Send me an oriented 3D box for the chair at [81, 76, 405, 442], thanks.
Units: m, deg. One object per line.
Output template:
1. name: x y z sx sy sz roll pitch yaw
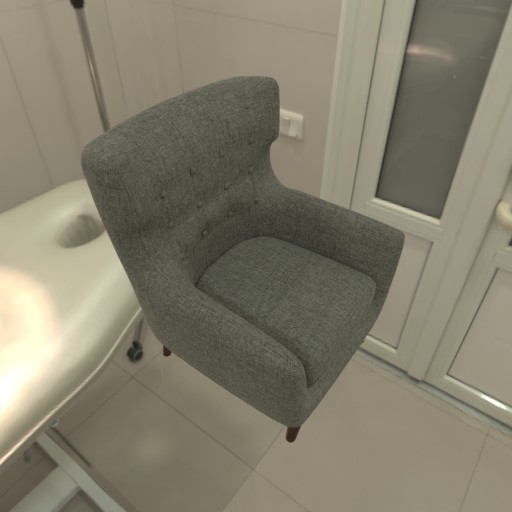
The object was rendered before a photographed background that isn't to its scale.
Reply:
1. chair: 0.000 0.000 1.743 0.904 1.063 0.878 26 47 27
